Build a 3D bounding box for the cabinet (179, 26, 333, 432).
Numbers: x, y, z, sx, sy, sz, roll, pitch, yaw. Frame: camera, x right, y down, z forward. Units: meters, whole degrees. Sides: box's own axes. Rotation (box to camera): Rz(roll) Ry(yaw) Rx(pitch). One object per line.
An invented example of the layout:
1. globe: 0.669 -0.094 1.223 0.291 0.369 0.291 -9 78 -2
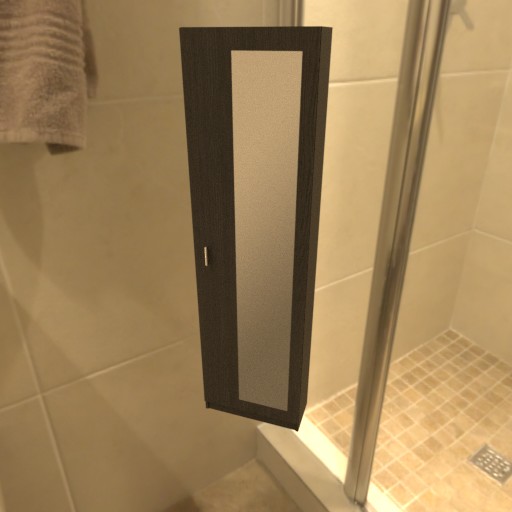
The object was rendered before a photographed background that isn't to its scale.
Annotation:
1. cabinet: 0.000 0.000 1.951 0.500 1.790 0.230 8 28 16
